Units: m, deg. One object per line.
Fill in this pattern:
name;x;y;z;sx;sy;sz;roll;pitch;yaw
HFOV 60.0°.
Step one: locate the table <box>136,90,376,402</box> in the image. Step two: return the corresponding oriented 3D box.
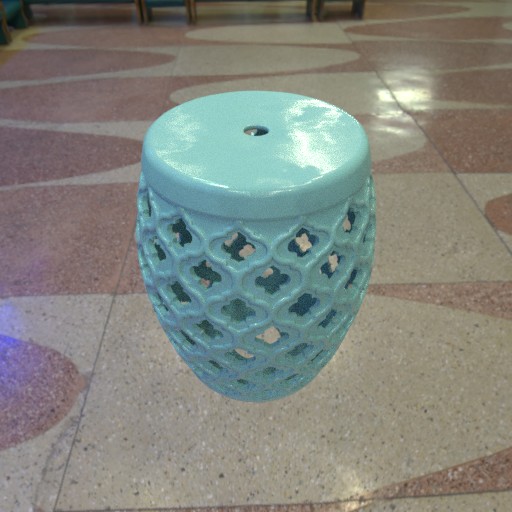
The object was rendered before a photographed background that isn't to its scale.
table;0.000;0.000;0.642;0.325;0.388;0.325;0;41;0
